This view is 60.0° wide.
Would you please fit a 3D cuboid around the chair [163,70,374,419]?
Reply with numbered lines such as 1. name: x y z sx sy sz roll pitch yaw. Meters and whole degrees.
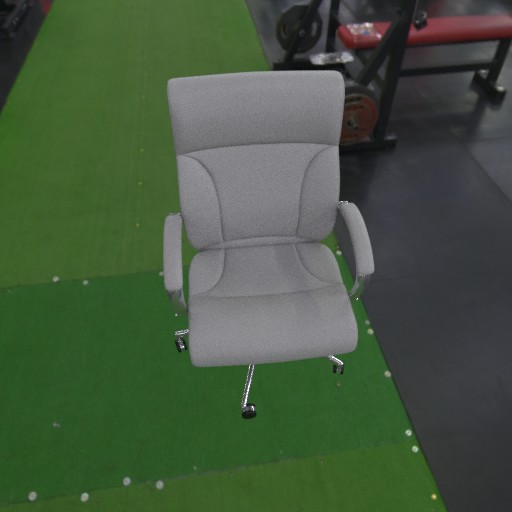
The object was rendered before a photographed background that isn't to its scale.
1. chair: 0.000 0.000 1.616 0.727 1.099 0.745 -4 47 -4
